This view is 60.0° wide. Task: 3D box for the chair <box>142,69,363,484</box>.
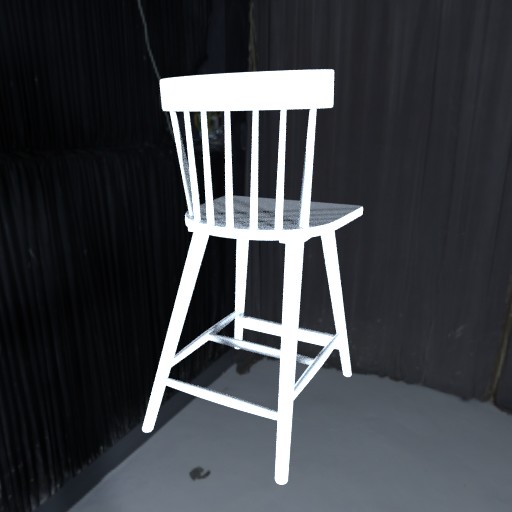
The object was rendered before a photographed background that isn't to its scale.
[{"bbox_3d":[0.000,0.000,1.272,0.483,0.952,0.572,8,18,26],"label":"chair"}]
